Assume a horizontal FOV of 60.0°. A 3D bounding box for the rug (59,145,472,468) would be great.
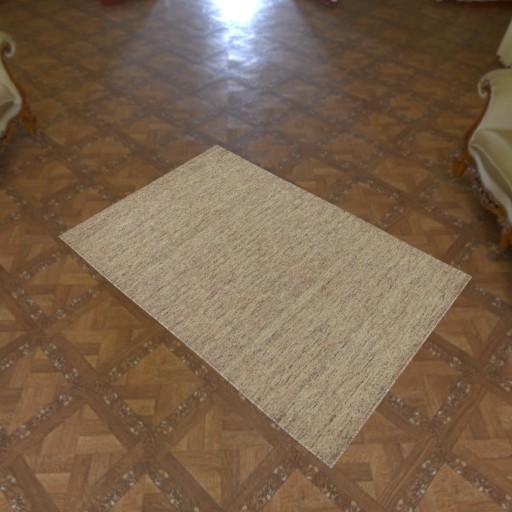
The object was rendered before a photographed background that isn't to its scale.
[{"bbox_3d":[0.000,0.000,2.930,2.283,0.013,1.547,33,54,27],"label":"rug"}]
